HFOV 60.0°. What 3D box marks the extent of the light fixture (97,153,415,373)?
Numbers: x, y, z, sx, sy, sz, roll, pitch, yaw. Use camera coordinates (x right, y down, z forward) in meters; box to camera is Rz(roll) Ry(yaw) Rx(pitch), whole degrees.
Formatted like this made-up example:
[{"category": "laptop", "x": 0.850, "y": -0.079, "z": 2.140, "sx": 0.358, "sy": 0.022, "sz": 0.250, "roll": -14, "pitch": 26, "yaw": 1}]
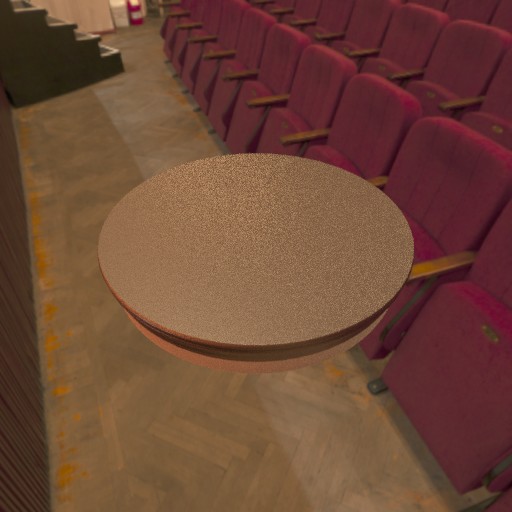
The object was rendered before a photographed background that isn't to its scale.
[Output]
[{"category": "light fixture", "x": 0.000, "y": 0.000, "z": 0.563, "sx": 0.368, "sy": 0.100, "sz": 0.368, "roll": 0, "pitch": 40, "yaw": 0}]
